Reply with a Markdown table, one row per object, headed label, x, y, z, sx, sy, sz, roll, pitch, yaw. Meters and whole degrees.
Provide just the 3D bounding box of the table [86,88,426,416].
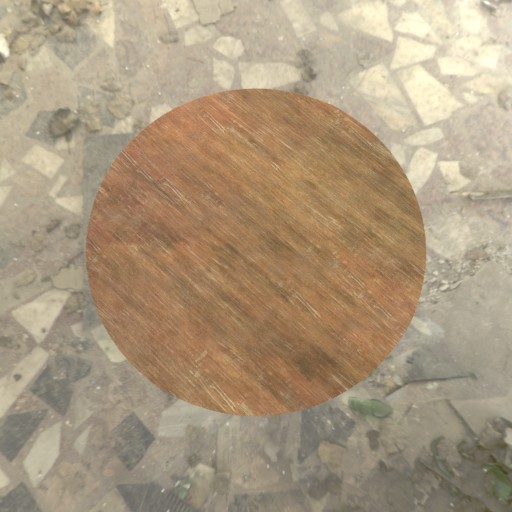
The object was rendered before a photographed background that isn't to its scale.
| label | x | y | z | sx | sy | sz | roll | pitch | yaw |
| --- | --- | --- | --- | --- | --- | --- | --- | --- | --- |
| table | 0.000 | 0.000 | 1.490 | 0.974 | 0.450 | 0.974 | 0 | 76 | 0 |
